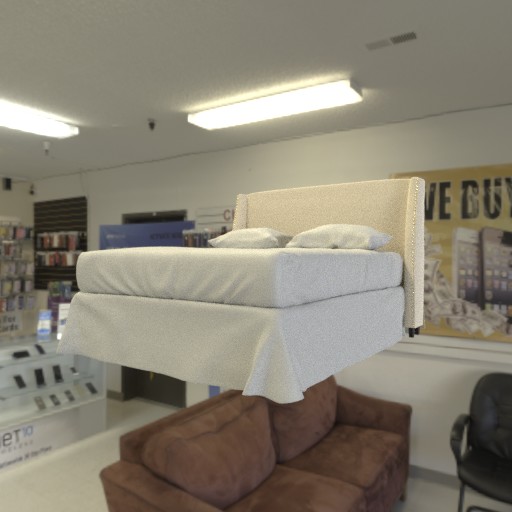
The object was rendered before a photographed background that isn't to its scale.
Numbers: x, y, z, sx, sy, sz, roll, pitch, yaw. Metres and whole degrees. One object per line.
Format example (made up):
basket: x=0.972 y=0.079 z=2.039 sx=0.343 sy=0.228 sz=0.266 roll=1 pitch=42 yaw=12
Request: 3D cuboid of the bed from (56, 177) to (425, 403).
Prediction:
bed: x=0.000 y=0.000 z=3.377 sx=1.925 sy=1.332 sz=2.276 roll=0 pitch=0 yaw=35
